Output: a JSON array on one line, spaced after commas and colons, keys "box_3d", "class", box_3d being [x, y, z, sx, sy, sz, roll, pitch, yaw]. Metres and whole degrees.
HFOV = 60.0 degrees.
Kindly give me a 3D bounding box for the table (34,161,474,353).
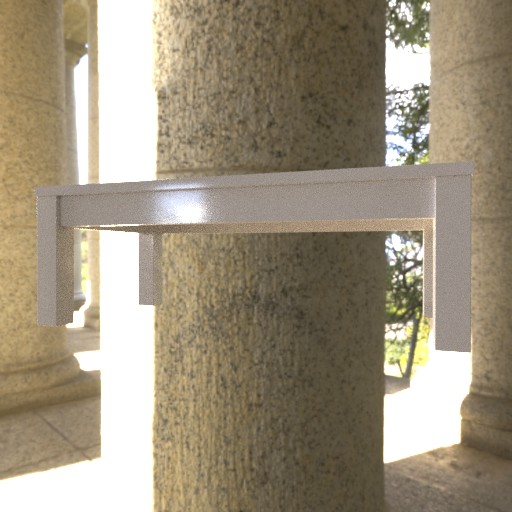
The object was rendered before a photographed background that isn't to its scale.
[{"box_3d": [0.000, 0.000, 1.623, 1.350, 0.470, 0.700, 0, 0, 18], "class": "table"}]
